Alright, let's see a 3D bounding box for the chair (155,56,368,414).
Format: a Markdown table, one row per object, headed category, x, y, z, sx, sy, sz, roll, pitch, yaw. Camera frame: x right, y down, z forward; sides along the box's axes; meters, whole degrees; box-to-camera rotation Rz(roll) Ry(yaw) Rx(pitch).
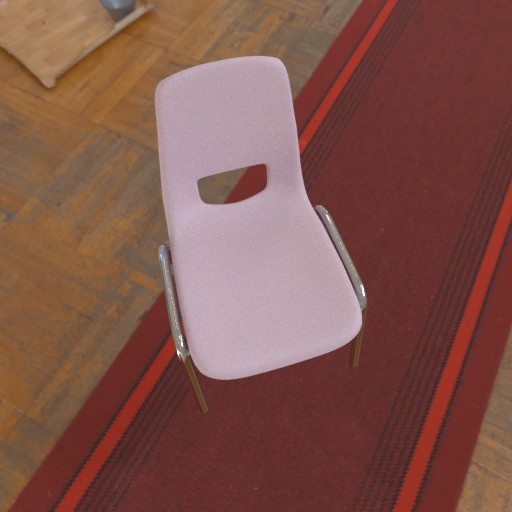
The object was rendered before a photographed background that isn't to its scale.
| category | x | y | z | sx | sy | sz | roll | pitch | yaw |
| --- | --- | --- | --- | --- | --- | --- | --- | --- | --- |
| chair | 0.000 | 0.000 | 0.795 | 0.354 | 0.536 | 0.385 | -15 | 63 | -8 |
